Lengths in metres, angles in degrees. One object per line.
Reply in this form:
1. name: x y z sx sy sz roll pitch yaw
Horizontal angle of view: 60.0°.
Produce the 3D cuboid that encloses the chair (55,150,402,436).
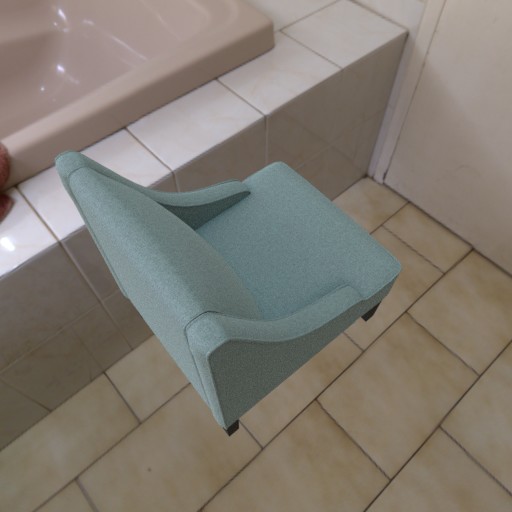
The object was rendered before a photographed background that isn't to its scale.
1. chair: 0.000 0.000 1.886 1.025 1.133 0.857 -34 64 -20
